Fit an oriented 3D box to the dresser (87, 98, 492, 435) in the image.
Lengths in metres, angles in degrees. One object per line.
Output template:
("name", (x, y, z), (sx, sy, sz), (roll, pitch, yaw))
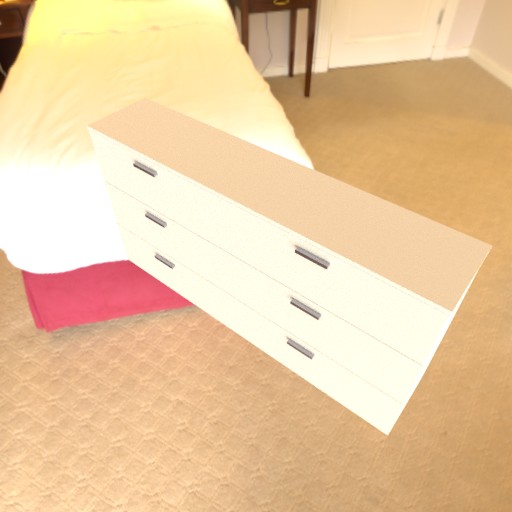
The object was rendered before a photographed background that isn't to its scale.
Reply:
("dresser", (0.000, 0.000, 1.846), (1.535, 0.790, 0.333), (29, 52, 26))
